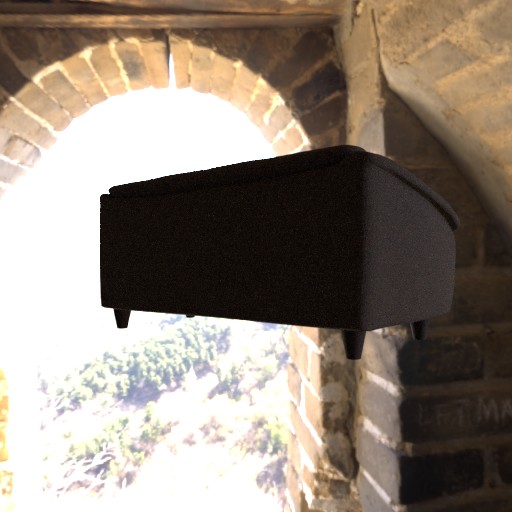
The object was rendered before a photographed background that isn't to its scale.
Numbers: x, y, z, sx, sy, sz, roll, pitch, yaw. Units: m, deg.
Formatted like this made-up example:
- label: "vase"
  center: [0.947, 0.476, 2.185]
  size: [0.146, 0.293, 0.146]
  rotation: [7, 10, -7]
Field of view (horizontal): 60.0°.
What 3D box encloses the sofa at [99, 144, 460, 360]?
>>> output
- label: "sofa"
  center: [0.000, 0.000, 2.312]
  size: [1.849, 0.790, 0.887]
  rotation: [-1, -2, 36]
